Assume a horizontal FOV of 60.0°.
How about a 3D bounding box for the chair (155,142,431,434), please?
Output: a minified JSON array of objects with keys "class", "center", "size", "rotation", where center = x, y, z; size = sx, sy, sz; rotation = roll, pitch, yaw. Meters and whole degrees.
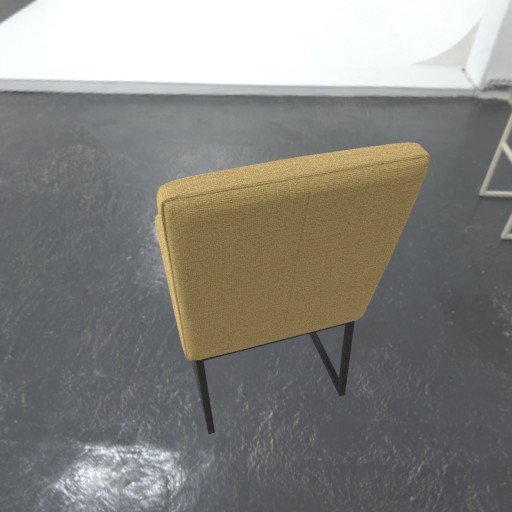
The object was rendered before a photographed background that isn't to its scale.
[{"class":"chair","center":[0.000,0.000,1.285],"size":[0.520,0.930,0.634],"rotation":[-12,44,-12]}]
